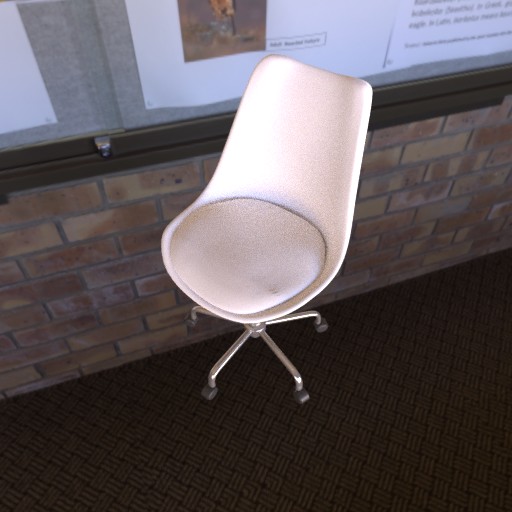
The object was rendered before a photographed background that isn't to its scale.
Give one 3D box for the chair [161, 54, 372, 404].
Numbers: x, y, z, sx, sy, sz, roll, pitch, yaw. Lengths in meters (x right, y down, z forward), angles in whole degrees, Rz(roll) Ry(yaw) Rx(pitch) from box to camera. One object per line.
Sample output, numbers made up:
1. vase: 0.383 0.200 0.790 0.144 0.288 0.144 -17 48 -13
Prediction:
1. chair: 0.000 0.000 1.283 0.550 0.930 0.550 30 53 25
